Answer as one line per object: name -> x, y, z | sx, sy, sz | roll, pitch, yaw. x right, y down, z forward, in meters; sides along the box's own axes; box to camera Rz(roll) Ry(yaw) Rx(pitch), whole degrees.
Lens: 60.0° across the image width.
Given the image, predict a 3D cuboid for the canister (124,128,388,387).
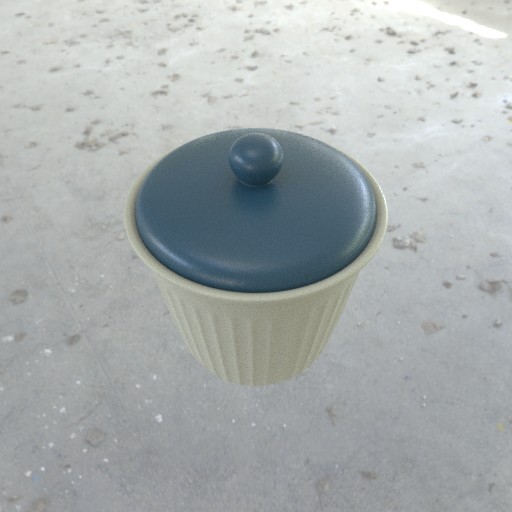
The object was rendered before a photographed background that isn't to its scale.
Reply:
canister -> 0.000, 0.000, 0.351 | 0.181, 0.211, 0.181 | 0, 46, 0
